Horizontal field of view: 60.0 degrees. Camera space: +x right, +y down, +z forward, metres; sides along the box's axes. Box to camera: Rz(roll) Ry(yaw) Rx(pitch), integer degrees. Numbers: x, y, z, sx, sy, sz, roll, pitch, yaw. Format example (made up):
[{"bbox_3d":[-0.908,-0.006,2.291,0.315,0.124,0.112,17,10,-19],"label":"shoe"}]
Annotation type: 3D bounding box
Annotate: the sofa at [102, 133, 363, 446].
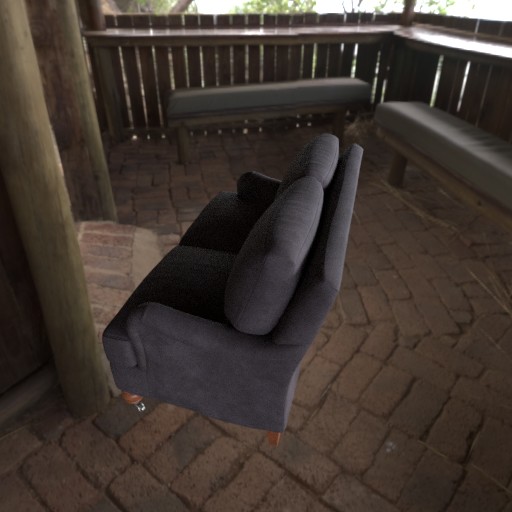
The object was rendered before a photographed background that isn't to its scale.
[{"bbox_3d":[0.000,0.000,2.684,1.084,1.101,1.853,8,32,12],"label":"sofa"}]
